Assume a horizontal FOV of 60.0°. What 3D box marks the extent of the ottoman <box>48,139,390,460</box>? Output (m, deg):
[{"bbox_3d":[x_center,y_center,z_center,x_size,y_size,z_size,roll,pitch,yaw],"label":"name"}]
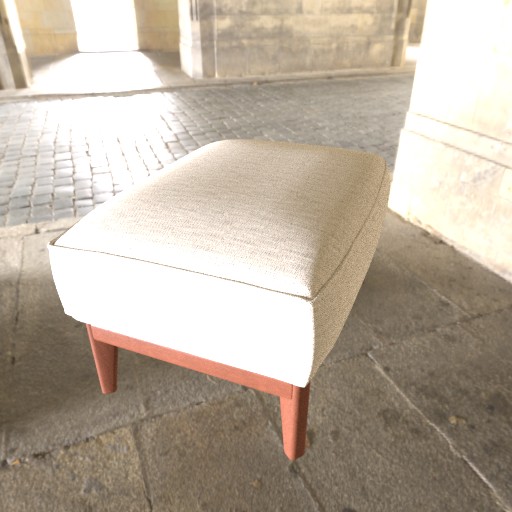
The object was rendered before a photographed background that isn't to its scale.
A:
[{"bbox_3d":[0.000,0.000,1.154,0.594,0.465,0.794,11,32,19],"label":"ottoman"}]
